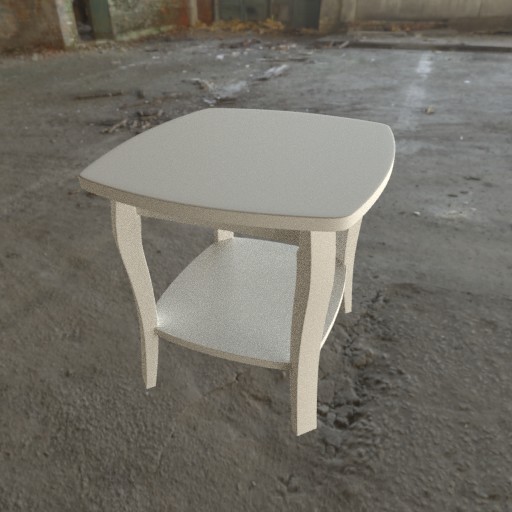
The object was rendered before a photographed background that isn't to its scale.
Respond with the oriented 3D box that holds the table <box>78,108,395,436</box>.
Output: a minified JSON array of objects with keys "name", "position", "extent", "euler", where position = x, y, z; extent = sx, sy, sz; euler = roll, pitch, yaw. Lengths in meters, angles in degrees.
[{"name":"table","position":[0.000,0.000,0.865],"extent":[0.451,0.438,0.502],"euler":[11,33,17]}]
